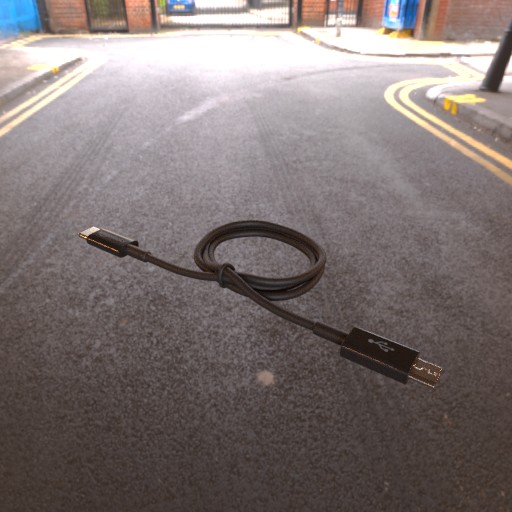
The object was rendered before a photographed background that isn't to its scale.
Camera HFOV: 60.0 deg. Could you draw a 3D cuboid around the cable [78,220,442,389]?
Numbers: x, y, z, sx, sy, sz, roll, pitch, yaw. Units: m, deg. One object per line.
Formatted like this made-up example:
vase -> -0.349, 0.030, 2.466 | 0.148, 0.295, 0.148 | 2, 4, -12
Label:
cable -> 0.000, 0.000, 0.219 | 0.192, 0.014, 0.070 | 19, 36, 29
